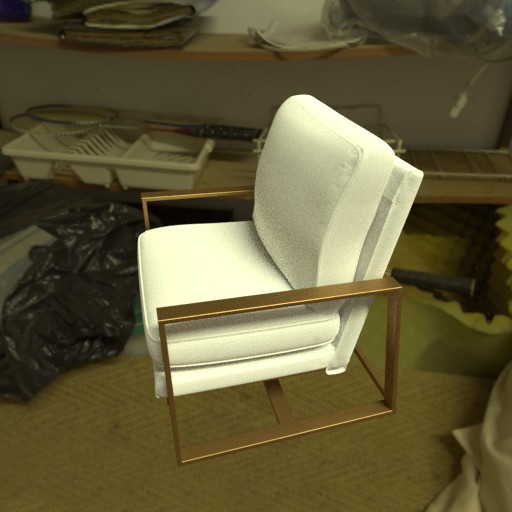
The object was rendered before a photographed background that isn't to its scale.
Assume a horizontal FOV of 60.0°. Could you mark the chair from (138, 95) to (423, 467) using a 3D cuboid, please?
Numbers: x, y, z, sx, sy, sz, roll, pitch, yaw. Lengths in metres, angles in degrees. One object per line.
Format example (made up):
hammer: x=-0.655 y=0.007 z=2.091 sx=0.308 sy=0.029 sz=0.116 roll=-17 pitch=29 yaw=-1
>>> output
chair: x=0.000 y=0.000 z=1.552 sx=0.813 sy=0.966 sz=0.805 roll=-8 pitch=33 yaw=-13
